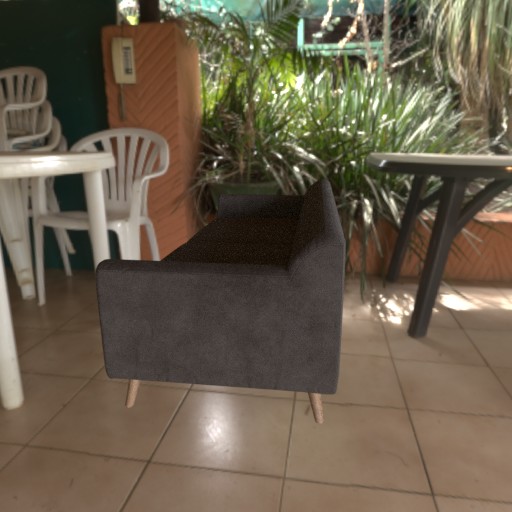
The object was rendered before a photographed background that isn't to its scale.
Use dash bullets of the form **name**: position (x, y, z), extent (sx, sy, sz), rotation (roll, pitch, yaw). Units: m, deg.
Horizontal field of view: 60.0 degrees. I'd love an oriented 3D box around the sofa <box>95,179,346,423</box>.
- **sofa**: position (0.000, 0.000, 2.638), extent (0.900, 0.740, 2.190), rotation (2, 15, 8)
